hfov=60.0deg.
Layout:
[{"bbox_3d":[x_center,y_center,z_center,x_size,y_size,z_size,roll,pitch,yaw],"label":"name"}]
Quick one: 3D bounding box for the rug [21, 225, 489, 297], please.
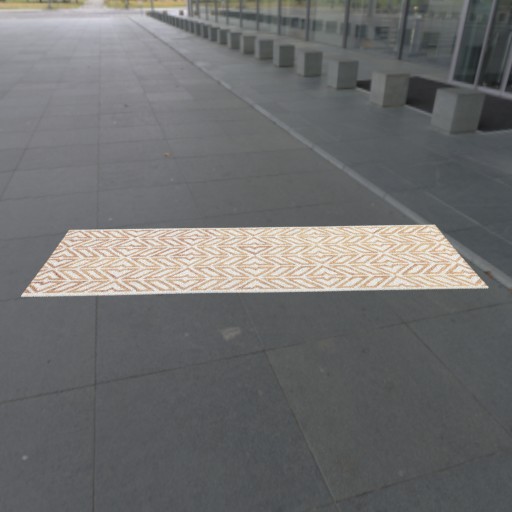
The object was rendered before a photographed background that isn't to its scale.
[{"bbox_3d":[0.000,0.000,2.627,2.435,0.009,0.750,-1,30,-2],"label":"rug"}]
